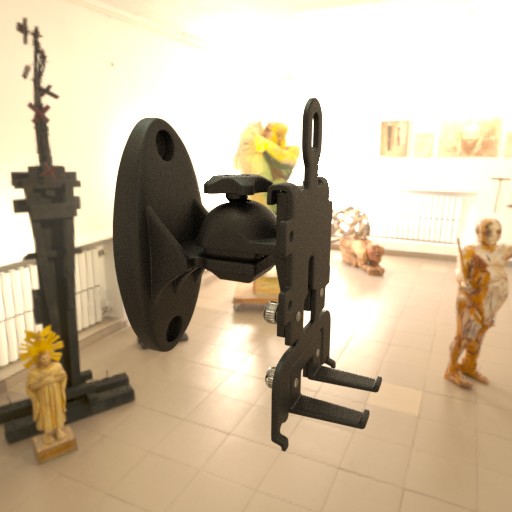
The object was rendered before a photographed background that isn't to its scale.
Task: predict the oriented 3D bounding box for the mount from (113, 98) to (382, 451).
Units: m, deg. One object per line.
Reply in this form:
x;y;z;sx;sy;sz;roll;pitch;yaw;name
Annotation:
0.000;0.000;0.177;0.100;0.118;0.066;7;16;24;mount
